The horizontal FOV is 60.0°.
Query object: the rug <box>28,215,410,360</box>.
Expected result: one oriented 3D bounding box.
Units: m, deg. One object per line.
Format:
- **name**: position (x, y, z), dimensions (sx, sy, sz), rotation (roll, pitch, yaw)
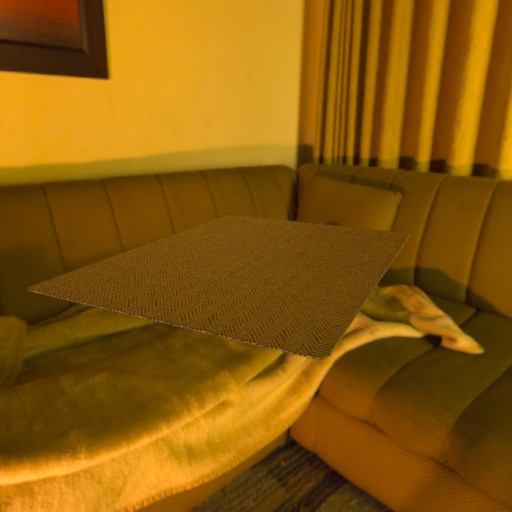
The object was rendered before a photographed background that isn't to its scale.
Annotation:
- **rug**: position (0.000, 0.000, 4.304), dimensions (2.439, 0.014, 3.207), rotation (8, 19, 25)
